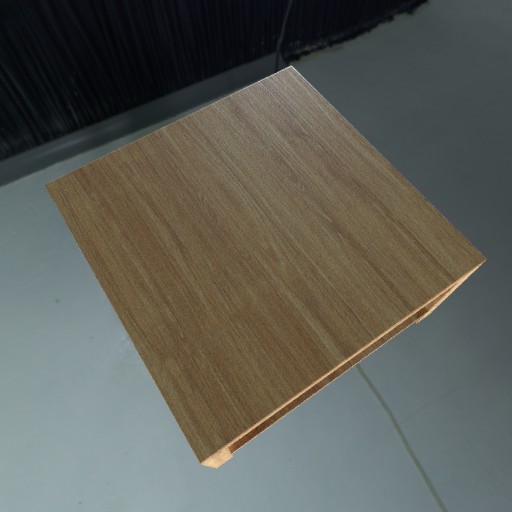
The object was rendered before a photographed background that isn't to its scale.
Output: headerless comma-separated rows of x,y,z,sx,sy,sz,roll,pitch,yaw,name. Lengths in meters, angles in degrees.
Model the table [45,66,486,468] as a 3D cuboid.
0.000,0.000,1.454,0.900,0.450,0.900,-31,67,-15,table
